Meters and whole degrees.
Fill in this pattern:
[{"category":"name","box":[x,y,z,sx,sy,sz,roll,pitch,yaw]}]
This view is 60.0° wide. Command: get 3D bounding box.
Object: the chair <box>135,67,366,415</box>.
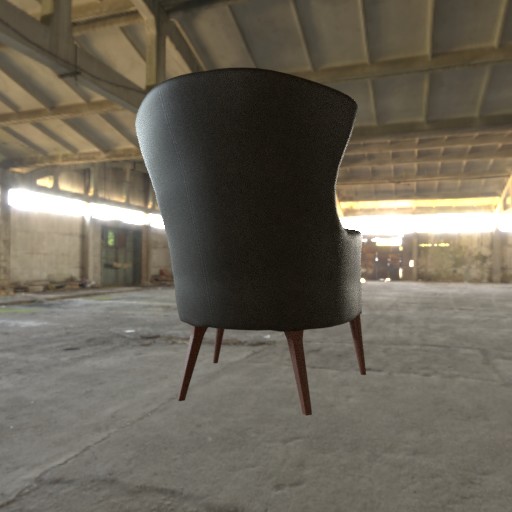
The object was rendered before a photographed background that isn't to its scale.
[{"category":"chair","box":[0.000,0.000,1.726,0.819,1.068,0.954,0,-1,19]}]
